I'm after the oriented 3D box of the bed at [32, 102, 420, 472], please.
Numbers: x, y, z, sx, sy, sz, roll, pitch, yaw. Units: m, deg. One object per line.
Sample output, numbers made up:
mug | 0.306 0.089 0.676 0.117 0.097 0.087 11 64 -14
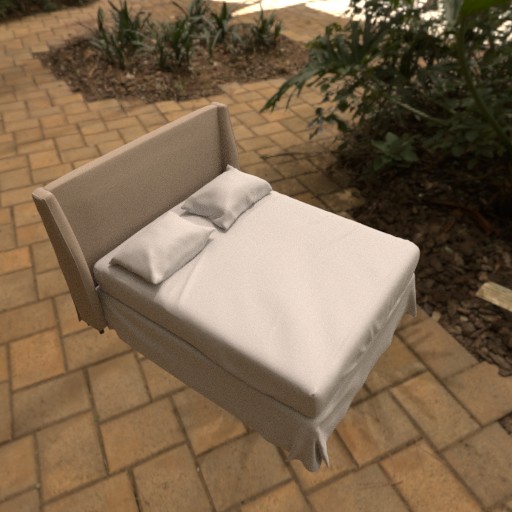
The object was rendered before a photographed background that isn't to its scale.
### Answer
bed | 0.000 0.000 3.383 2.276 1.332 1.925 25 46 26
